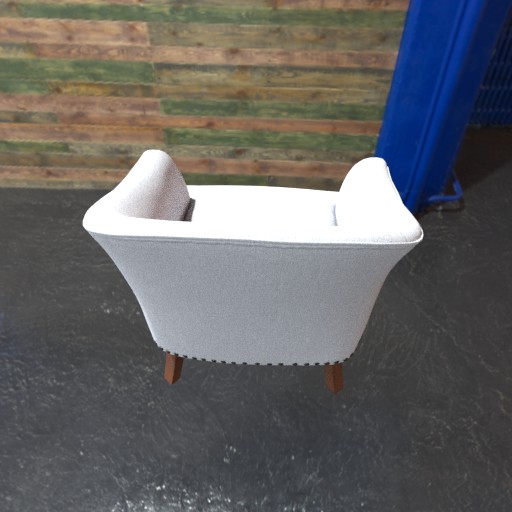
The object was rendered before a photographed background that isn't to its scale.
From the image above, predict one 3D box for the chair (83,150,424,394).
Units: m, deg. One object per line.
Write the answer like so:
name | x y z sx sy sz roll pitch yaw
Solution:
chair | 0.000 0.000 1.371 0.798 0.815 0.704 3 46 3
